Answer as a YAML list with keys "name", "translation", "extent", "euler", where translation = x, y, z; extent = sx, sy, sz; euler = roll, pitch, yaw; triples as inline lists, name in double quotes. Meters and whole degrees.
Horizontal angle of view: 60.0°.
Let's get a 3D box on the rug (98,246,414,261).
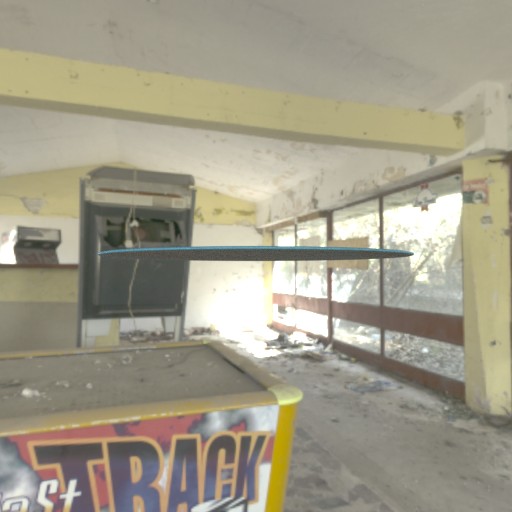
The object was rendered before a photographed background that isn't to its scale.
- name: "rug"
  translation: [0.000, 0.000, 2.368]
  extent: [1.593, 0.012, 1.593]
  euler: [0, -2, 0]
